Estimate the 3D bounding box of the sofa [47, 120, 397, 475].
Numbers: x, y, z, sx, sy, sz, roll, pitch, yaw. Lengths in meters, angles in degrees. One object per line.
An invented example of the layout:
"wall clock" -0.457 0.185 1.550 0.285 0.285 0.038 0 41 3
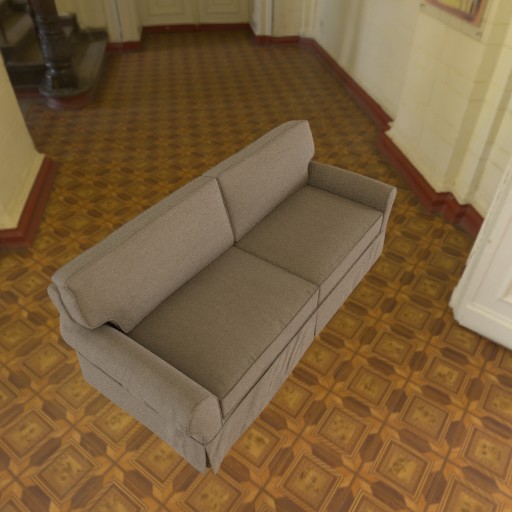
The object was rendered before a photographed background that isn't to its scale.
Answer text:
"sofa" 0.000 0.000 2.760 0.991 0.943 2.248 25 47 26
